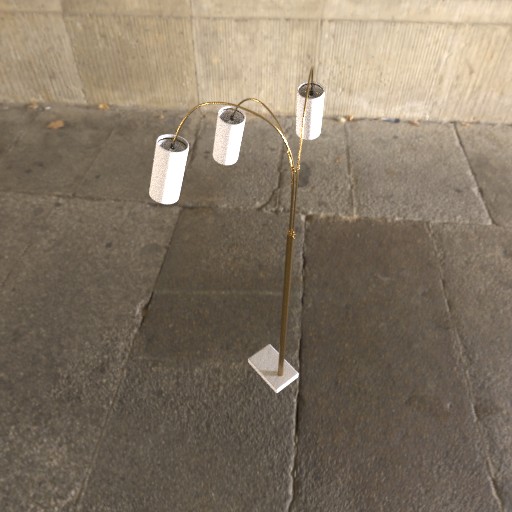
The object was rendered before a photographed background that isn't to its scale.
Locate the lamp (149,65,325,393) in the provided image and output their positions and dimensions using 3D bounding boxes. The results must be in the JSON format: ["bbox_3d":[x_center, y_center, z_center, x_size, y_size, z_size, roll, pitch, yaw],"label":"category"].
[{"bbox_3d":[0.000,0.000,2.549,1.020,2.055,0.667,-30,52,-26],"label":"lamp"}]
